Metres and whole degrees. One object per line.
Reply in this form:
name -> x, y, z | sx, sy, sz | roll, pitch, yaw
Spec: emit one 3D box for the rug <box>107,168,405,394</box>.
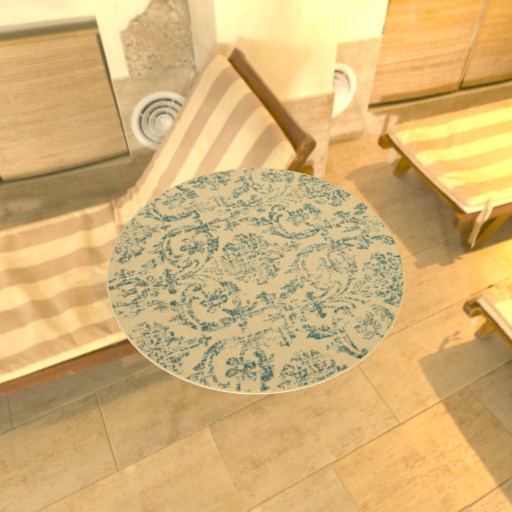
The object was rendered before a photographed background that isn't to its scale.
rug -> 0.000, 0.000, 2.427 | 1.593, 0.012, 1.593 | 0, 48, 0
